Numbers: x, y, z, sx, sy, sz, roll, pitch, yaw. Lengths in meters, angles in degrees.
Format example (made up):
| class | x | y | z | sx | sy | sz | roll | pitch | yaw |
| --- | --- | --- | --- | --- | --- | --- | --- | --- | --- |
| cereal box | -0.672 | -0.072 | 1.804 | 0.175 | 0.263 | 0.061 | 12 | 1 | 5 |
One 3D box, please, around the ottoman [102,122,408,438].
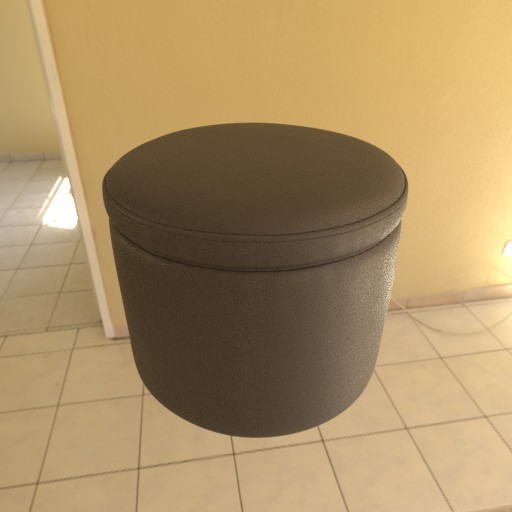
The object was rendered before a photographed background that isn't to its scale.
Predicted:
| class | x | y | z | sx | sy | sz | roll | pitch | yaw |
| --- | --- | --- | --- | --- | --- | --- | --- | --- | --- |
| ottoman | 0.000 | 0.000 | 0.830 | 0.500 | 0.409 | 0.500 | 0 | 31 | 0 |
